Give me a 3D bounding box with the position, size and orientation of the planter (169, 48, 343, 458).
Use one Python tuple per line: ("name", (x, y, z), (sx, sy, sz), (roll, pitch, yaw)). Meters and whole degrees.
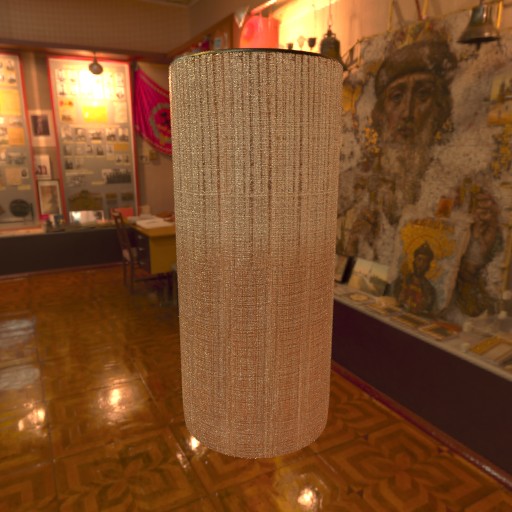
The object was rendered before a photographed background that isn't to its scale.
("planter", (0.000, 0.000, 0.284), (0.100, 0.227, 0.100), (-7, 15, -25))
